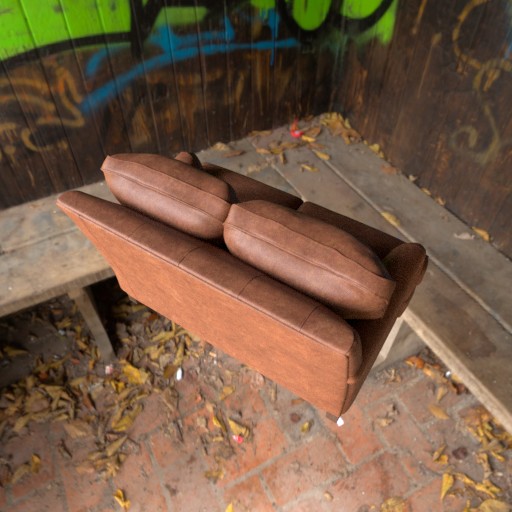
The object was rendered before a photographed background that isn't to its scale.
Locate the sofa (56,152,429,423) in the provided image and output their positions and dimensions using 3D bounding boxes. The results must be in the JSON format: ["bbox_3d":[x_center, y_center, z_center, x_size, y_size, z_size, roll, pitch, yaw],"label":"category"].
[{"bbox_3d":[0.000,0.000,2.277,1.527,1.004,1.077,26,52,22],"label":"sofa"}]
